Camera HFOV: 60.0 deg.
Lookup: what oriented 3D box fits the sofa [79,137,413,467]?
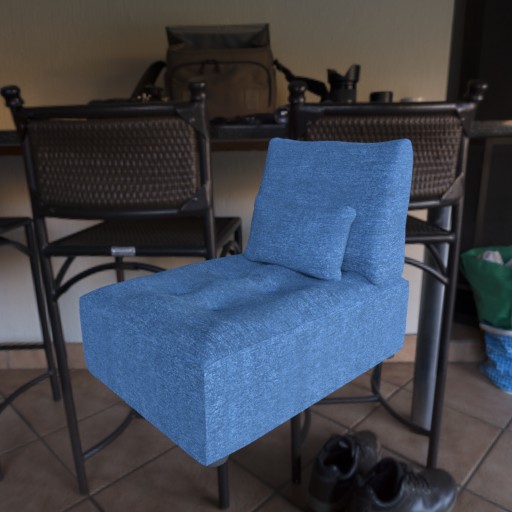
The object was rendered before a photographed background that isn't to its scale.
[{"bbox_3d":[0.000,0.000,1.562,1.000,0.820,0.700,-13,19,-42],"label":"sofa"}]
